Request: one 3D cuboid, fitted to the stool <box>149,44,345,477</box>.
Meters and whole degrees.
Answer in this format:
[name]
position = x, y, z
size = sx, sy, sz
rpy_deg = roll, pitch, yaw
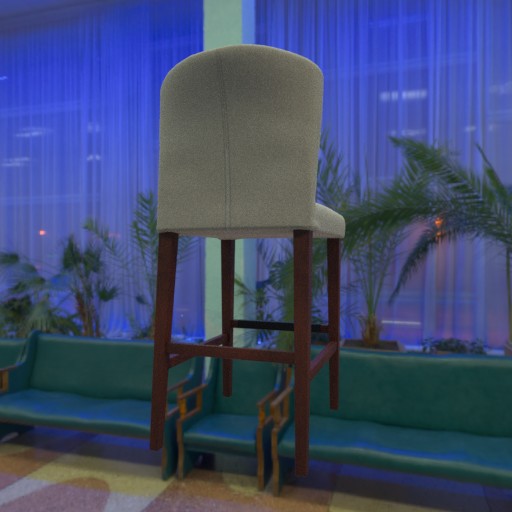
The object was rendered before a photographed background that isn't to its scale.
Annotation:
[stool]
position = 0.000, 0.000, 1.385
size = 0.479, 1.069, 0.568
rpy_deg = 0, 0, 20
